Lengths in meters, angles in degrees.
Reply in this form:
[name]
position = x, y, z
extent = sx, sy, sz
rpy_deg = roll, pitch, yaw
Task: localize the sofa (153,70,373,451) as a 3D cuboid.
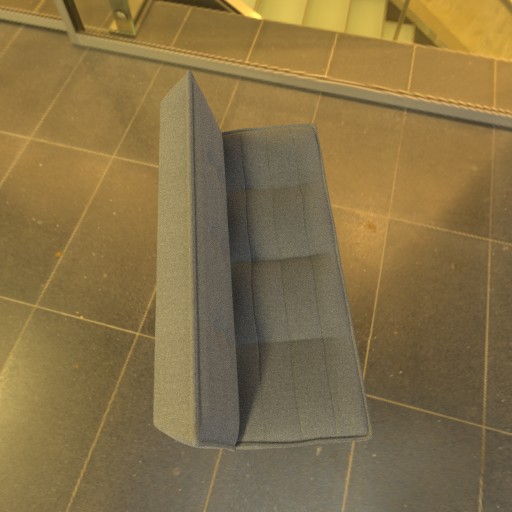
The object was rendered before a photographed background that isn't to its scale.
[sofa]
position = 0.000, 0.000, 2.428
extent = 0.950, 0.890, 1.940
rpy_deg = -4, 63, -2
